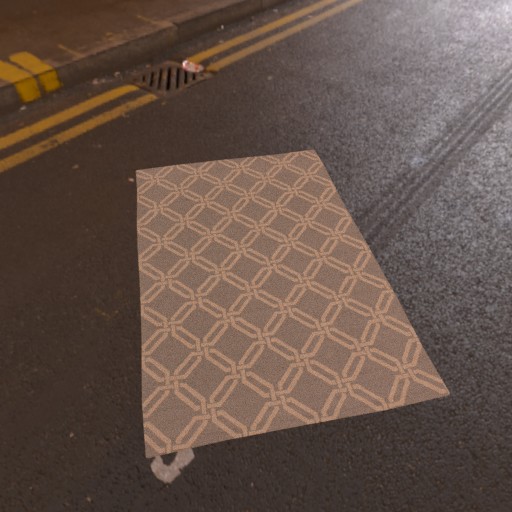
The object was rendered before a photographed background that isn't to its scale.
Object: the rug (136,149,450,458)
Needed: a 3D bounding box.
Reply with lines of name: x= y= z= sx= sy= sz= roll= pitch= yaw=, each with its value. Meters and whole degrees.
rug: x=0.000 y=0.000 z=2.193 sx=1.148 sy=0.010 sz=1.754 roll=-9 pitch=46 yaw=-8
